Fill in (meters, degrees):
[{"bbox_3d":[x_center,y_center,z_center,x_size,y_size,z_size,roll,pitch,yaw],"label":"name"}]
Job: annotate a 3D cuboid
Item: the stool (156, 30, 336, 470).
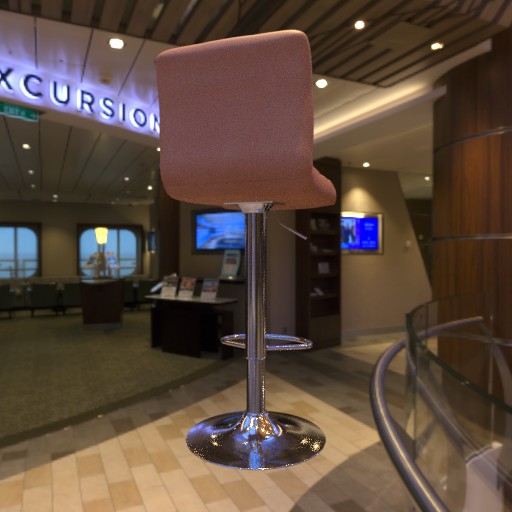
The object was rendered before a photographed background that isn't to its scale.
[{"bbox_3d":[0.000,0.000,1.357,0.430,1.115,0.505,0,0,18],"label":"stool"}]
